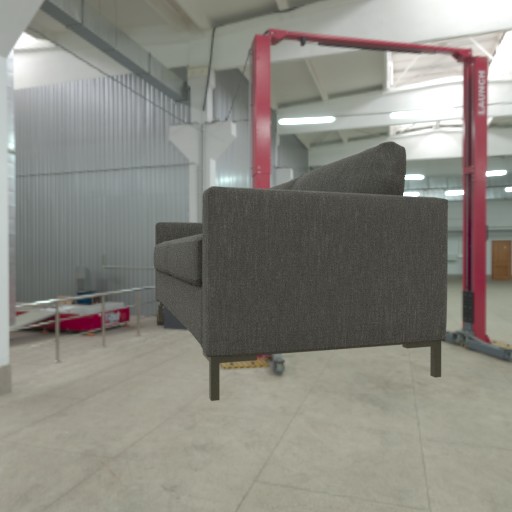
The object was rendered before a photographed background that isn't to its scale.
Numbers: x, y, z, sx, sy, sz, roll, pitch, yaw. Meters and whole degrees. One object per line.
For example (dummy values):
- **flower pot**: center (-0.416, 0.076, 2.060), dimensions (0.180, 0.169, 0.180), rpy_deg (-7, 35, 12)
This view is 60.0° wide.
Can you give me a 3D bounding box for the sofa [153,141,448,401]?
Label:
- **sofa**: center (0.000, 0.000, 2.178), dimensions (0.875, 0.840, 1.682), rpy_deg (0, 0, -18)
